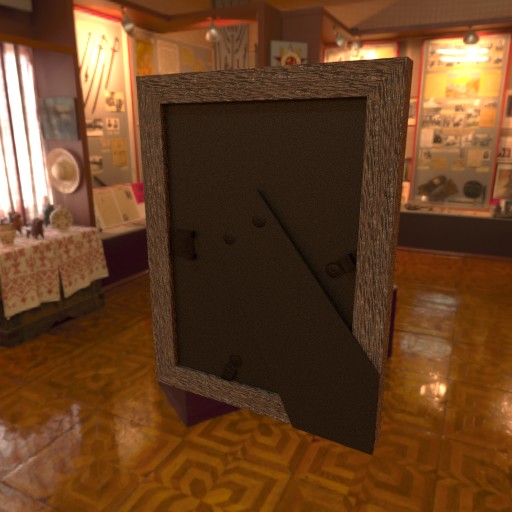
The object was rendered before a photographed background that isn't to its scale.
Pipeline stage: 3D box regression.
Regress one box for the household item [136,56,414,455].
[{"bbox_3d":[0.000,0.000,0.268,0.160,0.210,0.020,8,18,27],"label":"household item"}]
